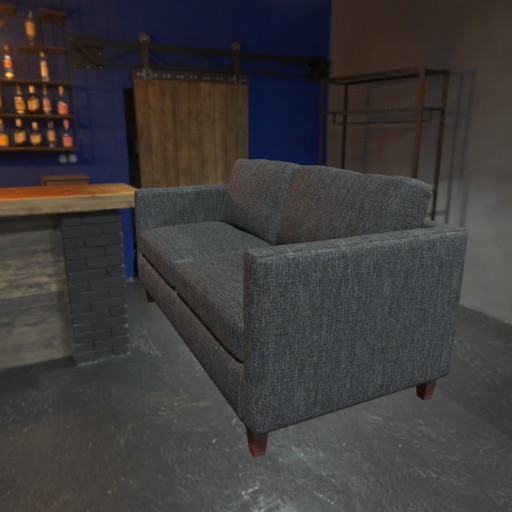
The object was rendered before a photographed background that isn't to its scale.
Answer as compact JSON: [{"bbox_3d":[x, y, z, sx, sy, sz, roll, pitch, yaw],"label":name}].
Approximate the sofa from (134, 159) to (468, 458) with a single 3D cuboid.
[{"bbox_3d":[0.000,0.000,2.379,0.950,0.963,1.884,-7,17,-25],"label":"sofa"}]
